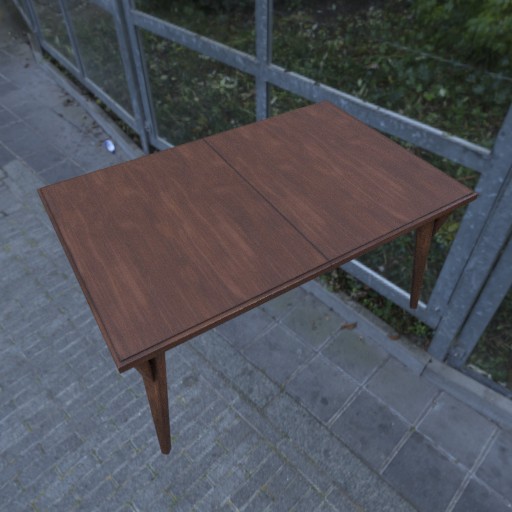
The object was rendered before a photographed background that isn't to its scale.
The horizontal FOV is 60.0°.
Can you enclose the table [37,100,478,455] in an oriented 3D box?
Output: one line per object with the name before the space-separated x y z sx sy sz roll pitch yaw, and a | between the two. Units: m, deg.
table | 0.000 0.000 2.084 1.524 0.761 0.990 -24 50 -22
